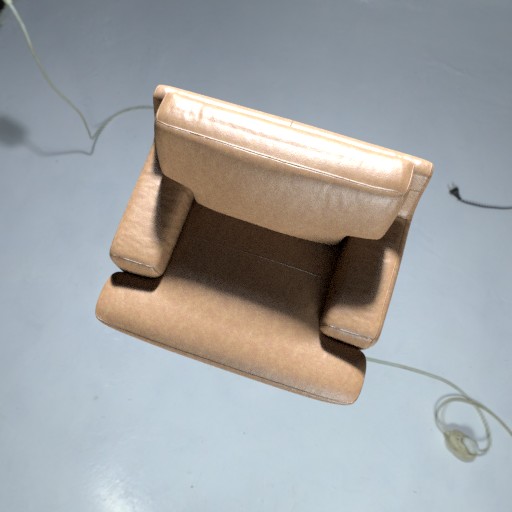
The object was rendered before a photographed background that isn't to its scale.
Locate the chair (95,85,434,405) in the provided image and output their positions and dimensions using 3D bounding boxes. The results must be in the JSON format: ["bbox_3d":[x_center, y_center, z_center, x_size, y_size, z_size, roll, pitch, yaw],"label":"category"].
[{"bbox_3d":[0.000,0.000,2.037,1.276,0.978,1.050,18,75,5],"label":"chair"}]
